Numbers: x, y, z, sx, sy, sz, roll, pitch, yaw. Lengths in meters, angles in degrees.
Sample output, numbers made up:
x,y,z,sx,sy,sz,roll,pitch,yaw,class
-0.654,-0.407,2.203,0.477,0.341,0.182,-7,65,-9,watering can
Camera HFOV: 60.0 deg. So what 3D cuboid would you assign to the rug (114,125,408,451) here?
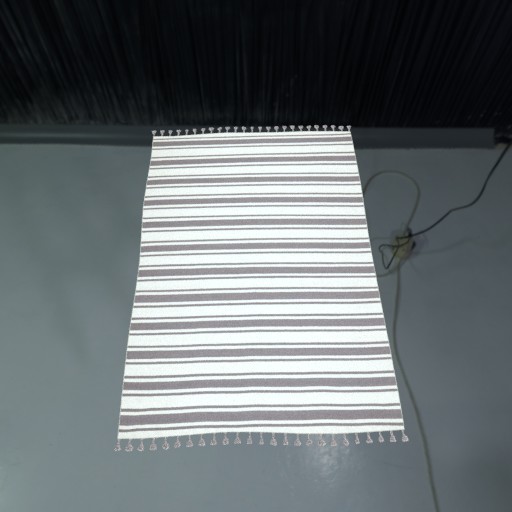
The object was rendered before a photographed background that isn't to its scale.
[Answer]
x,y,z,sx,sy,sz,roll,pitch,yaw,class
0.000,0.000,3.792,2.030,0.017,3.040,-1,61,-1,rug
